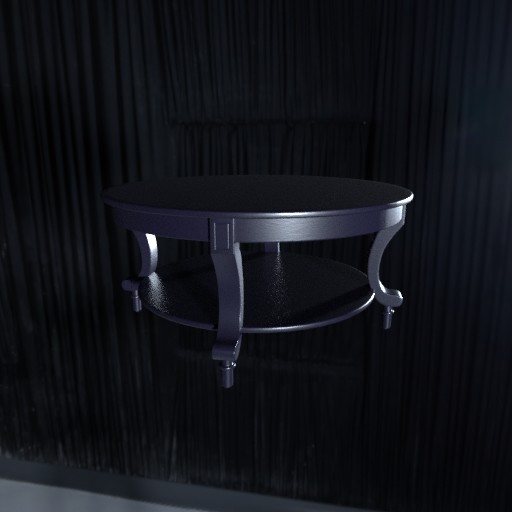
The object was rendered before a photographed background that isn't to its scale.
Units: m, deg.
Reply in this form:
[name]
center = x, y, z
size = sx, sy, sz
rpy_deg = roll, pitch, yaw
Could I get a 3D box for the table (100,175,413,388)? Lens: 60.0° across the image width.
[table]
center = 0.000, 0.000, 1.597
size = 1.029, 0.491, 1.029
rpy_deg = 0, 15, 0
